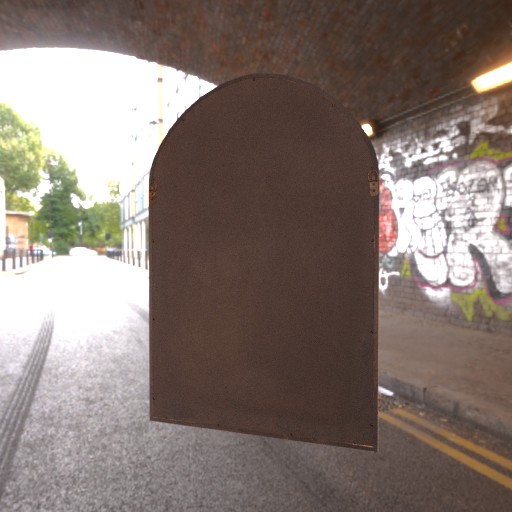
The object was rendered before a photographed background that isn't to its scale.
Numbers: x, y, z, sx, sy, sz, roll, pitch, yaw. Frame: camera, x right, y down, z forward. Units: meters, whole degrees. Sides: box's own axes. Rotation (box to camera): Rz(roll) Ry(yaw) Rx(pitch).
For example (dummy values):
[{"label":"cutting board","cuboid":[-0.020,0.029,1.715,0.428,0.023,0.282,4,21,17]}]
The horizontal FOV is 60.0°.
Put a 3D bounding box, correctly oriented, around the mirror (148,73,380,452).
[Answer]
[{"label":"mirror","cuboid":[0.000,0.000,1.136,0.609,0.915,0.032,0,1,18]}]
